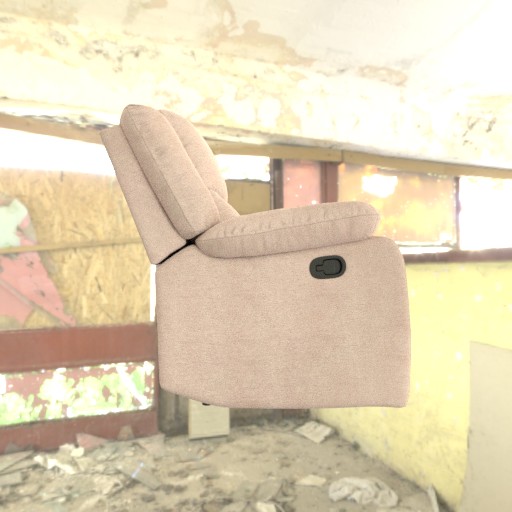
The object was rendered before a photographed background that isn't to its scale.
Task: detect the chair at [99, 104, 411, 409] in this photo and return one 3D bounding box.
[{"bbox_3d":[0.000,0.000,1.697,0.944,1.008,0.899,0,-2,-1],"label":"chair"}]
